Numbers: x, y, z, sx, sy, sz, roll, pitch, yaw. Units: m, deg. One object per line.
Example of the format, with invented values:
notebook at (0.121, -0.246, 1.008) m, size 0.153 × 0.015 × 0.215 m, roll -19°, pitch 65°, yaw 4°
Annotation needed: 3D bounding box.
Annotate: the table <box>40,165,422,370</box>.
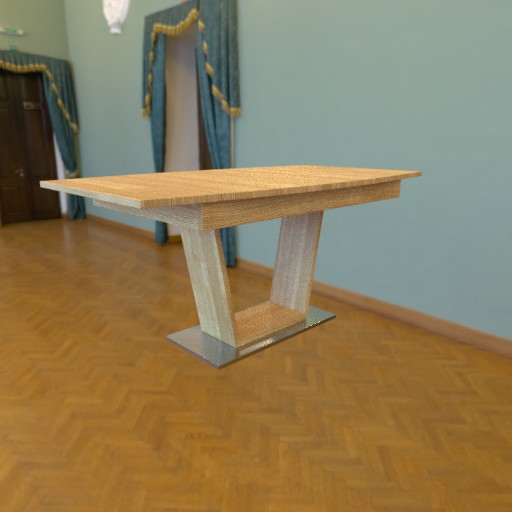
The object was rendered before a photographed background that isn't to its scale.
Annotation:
table at (0.000, 0.000, 2.090) m, size 1.598 × 0.748 × 0.900 m, roll -14°, pitch 20°, yaw -42°
